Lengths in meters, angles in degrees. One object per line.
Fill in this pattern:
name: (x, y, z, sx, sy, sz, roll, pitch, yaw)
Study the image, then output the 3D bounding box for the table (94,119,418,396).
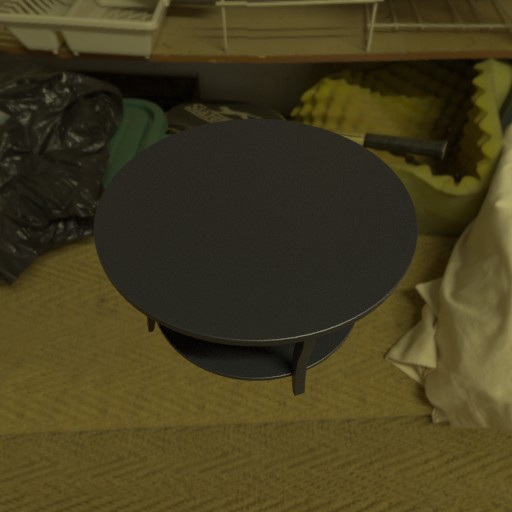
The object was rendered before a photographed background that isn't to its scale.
table: (0.000, 0.000, 1.453, 0.914, 0.457, 0.914, 0, 48, 0)
